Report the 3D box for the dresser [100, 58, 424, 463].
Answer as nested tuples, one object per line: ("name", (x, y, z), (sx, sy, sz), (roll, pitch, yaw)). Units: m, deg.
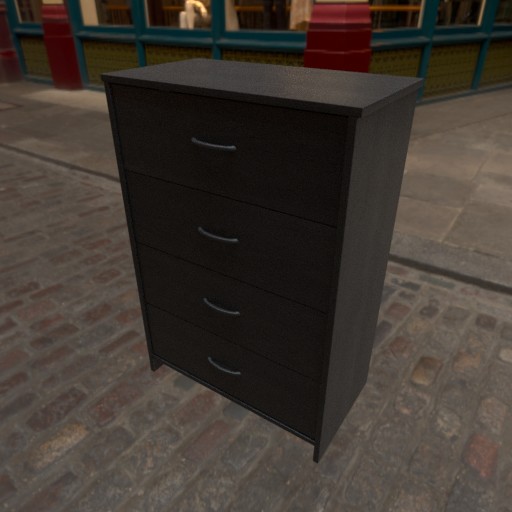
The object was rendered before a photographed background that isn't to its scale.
("dresser", (0.000, 0.000, 1.343), (0.700, 1.020, 0.398), (19, 35, 28))
